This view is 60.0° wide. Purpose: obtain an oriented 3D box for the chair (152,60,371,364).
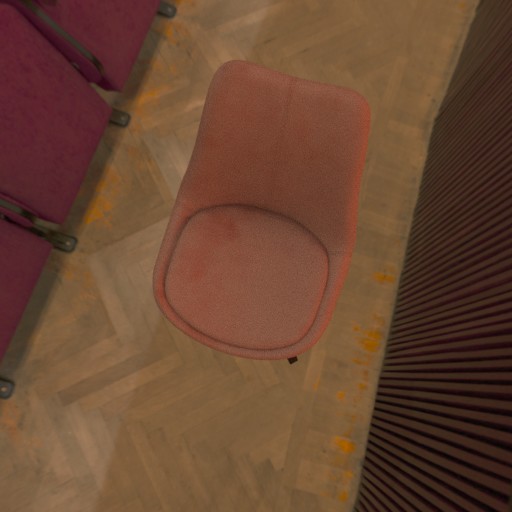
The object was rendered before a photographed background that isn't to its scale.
[{"bbox_3d":[0.000,0.000,1.216,0.483,0.865,0.547,17,76,5],"label":"chair"}]
